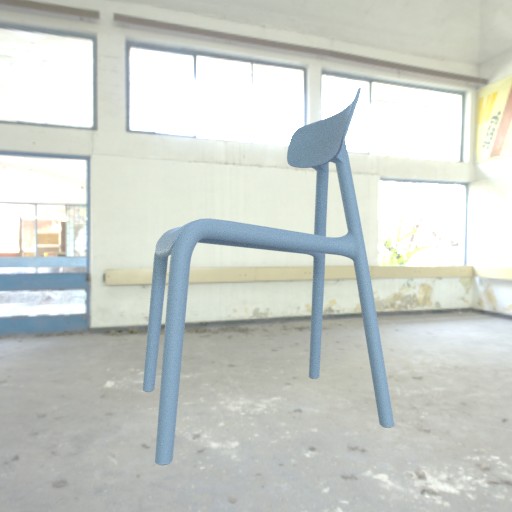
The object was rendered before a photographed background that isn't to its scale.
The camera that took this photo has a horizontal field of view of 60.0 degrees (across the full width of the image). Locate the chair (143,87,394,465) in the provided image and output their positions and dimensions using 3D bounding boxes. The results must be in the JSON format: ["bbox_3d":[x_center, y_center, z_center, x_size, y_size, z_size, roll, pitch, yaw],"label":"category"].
[{"bbox_3d":[0.000,0.000,0.838,0.401,0.580,0.356,0,1,-17],"label":"chair"}]
